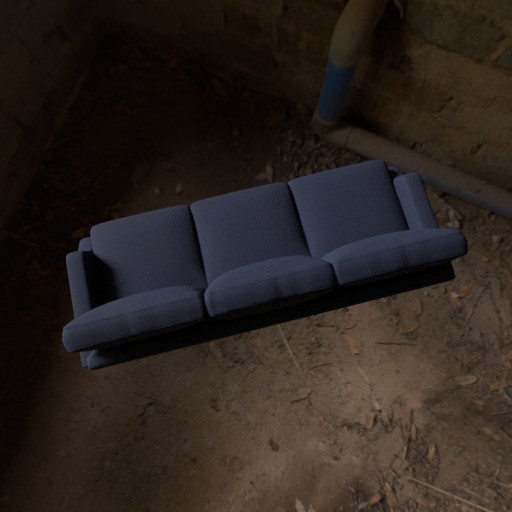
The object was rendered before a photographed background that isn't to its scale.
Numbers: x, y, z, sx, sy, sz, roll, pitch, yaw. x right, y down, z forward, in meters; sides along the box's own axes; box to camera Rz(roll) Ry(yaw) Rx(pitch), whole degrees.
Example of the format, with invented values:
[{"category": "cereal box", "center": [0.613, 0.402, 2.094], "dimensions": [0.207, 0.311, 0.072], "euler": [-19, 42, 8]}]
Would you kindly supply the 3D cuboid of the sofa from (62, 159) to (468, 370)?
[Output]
[{"category": "sofa", "center": [0.000, 0.000, 2.640], "dimensions": [2.115, 0.984, 0.888], "euler": [-14, 77, -3]}]
